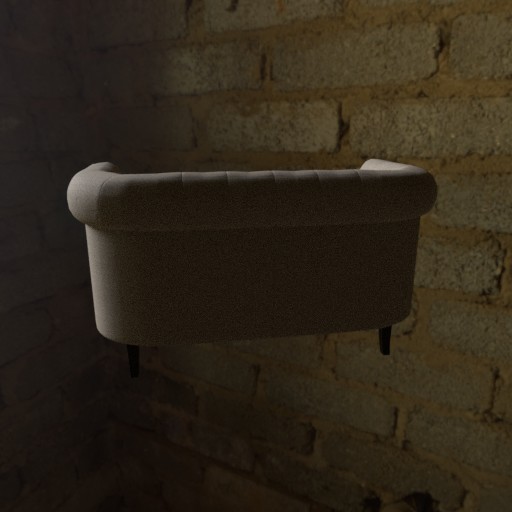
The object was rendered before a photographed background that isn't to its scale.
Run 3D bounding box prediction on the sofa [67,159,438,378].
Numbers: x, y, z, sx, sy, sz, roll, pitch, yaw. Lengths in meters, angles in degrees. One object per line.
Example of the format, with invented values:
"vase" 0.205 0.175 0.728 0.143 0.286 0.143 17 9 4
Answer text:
"sofa" 0.000 0.000 2.031 1.558 0.827 0.835 -3 16 -9
